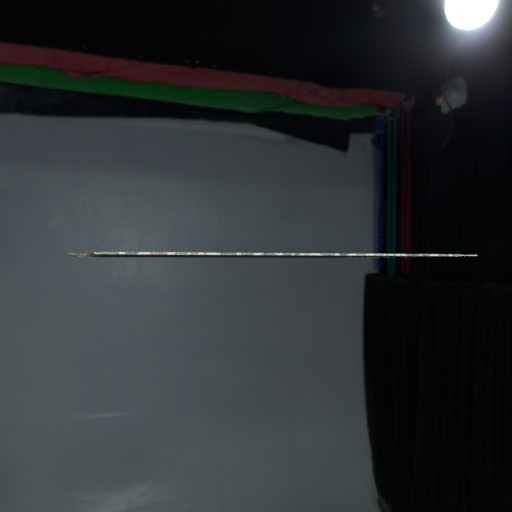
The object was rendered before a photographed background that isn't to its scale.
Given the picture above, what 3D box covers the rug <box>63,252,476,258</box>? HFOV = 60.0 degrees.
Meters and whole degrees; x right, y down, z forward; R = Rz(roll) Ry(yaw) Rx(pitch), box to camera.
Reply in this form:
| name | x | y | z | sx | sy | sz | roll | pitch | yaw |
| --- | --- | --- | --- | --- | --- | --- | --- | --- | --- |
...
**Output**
| name | x | y | z | sx | sy | sz | roll | pitch | yaw |
| --- | --- | --- | --- | --- | --- | --- | --- | --- | --- |
| rug | 0.000 | 0.000 | 2.354 | 1.829 | 0.010 | 1.219 | 0 | -1 | -20 |
